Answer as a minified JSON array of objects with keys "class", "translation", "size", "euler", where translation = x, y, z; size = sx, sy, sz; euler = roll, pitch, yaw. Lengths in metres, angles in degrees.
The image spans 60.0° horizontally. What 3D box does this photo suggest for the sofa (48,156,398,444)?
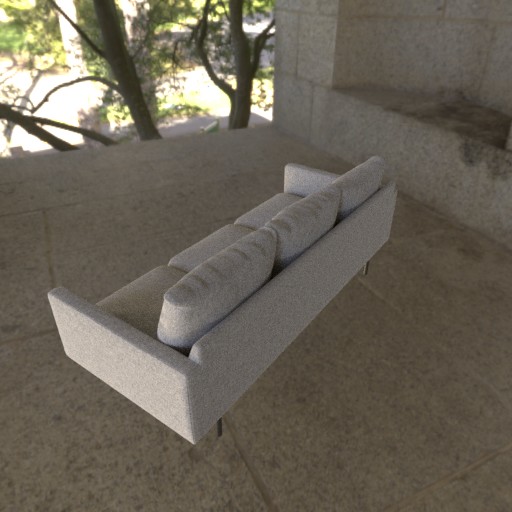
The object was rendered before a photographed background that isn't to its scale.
[{"class":"sofa","translation":[0.000,0.000,2.485],"size":[0.850,0.830,2.000],"euler":[21,37,30]}]
